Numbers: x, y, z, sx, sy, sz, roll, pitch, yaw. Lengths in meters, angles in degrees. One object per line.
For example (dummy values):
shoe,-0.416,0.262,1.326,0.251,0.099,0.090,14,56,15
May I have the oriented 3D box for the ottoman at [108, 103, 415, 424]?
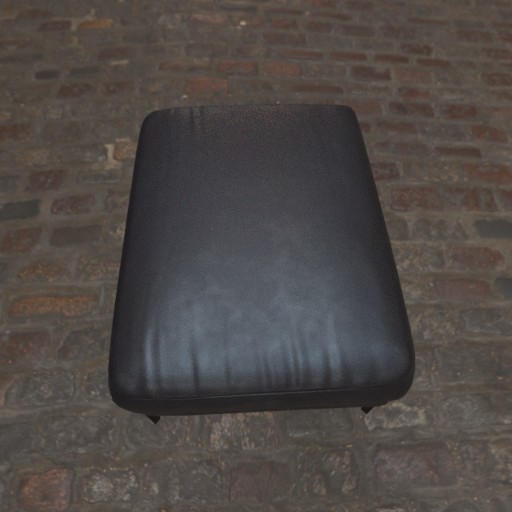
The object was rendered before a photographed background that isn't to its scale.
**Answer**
ottoman,0.000,0.000,1.083,0.570,0.402,0.764,-2,57,-1
